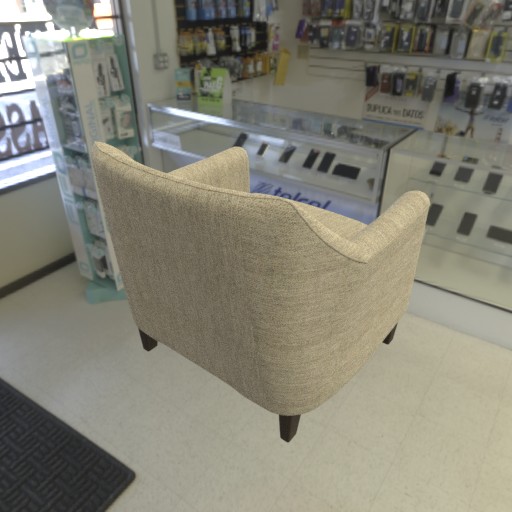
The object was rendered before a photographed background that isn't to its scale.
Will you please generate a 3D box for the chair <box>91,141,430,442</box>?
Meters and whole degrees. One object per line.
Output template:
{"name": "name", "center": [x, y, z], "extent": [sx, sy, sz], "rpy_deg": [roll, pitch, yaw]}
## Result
{"name": "chair", "center": [0.000, 0.000, 1.390], "extent": [0.796, 0.761, 0.758], "rpy_deg": [22, 37, 32]}
